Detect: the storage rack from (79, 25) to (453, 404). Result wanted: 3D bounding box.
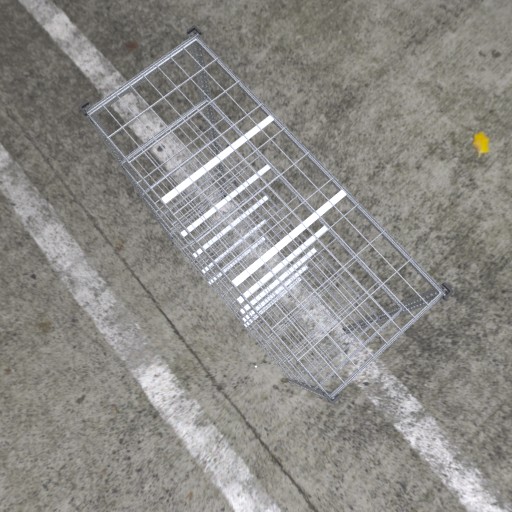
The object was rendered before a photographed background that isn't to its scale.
[{"bbox_3d":[0.000,0.000,2.675,0.610,1.981,1.524,-40,79,-9],"label":"storage rack"}]
